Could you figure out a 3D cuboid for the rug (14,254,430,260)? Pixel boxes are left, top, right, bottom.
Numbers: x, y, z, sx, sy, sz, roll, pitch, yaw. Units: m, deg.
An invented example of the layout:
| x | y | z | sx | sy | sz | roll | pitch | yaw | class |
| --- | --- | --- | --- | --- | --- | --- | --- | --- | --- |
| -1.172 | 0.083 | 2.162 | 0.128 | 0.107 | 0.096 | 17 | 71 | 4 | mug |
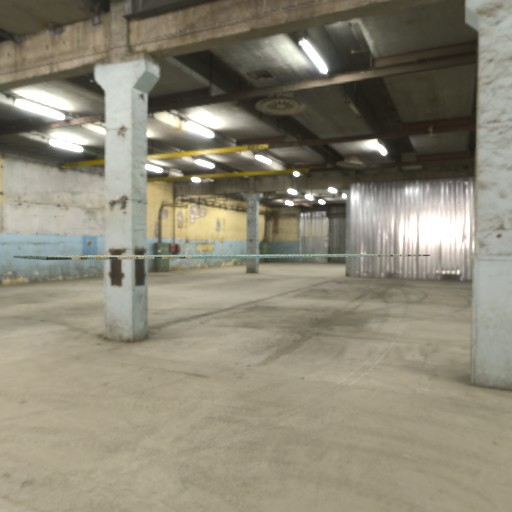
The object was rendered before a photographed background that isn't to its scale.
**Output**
| x | y | z | sx | sy | sz | roll | pitch | yaw | class |
| --- | --- | --- | --- | --- | --- | --- | --- | --- | --- |
| 0.000 | 0.000 | 2.627 | 2.441 | 0.010 | 0.744 | 0 | 1 | -37 | rug |
